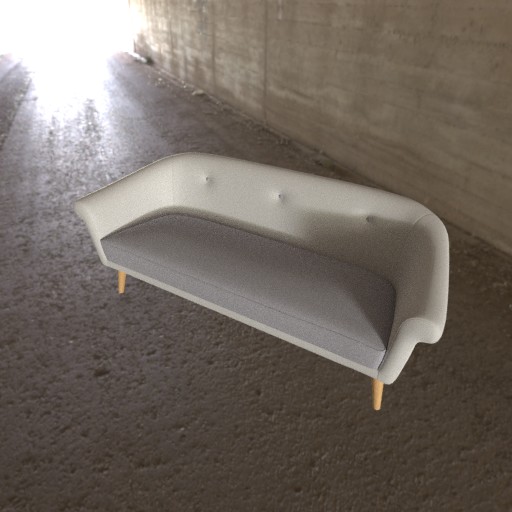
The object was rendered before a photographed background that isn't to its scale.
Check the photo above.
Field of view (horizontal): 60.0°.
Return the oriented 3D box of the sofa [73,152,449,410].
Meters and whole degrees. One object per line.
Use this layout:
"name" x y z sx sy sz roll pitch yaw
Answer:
"sofa" 0.000 0.000 2.548 2.160 0.795 0.827 18 35 28
